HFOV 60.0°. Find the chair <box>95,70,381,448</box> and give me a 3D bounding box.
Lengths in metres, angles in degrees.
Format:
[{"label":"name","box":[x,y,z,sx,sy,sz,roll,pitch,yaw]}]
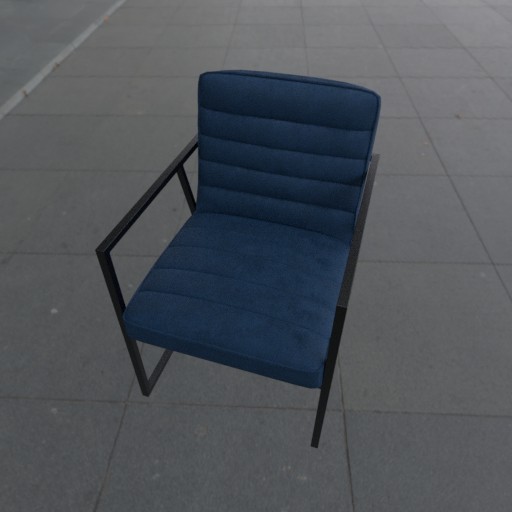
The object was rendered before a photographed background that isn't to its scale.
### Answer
[{"label":"chair","box":[0.000,0.000,1.287,0.571,0.833,0.677,12,44,13]}]
